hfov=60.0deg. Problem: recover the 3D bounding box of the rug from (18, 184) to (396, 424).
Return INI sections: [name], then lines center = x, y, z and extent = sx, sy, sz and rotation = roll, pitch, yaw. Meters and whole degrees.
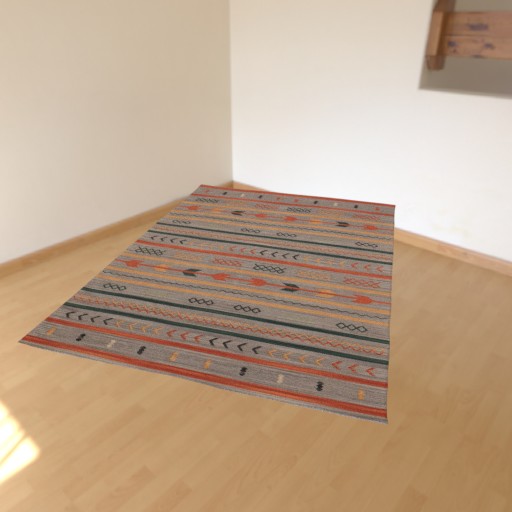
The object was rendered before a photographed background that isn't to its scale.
[rug]
center = 0.000, 0.000, 3.784
extent = 2.263, 0.022, 3.029
rotation = 8, 30, 14
